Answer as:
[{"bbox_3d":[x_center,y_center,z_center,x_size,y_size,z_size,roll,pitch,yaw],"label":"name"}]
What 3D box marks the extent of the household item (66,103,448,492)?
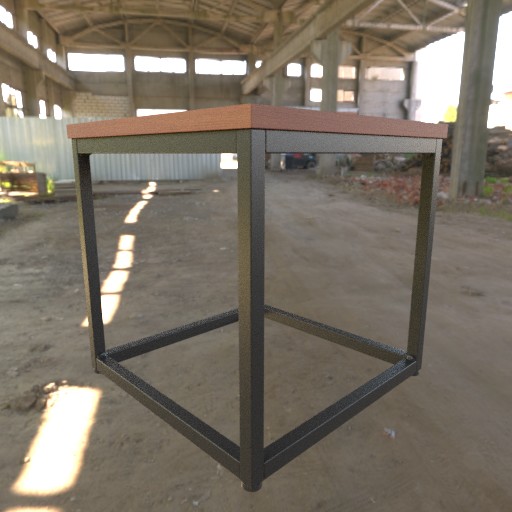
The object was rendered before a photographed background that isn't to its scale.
[{"bbox_3d":[0.000,0.000,0.701,0.400,0.400,0.400,-12,18,-43],"label":"household item"}]
